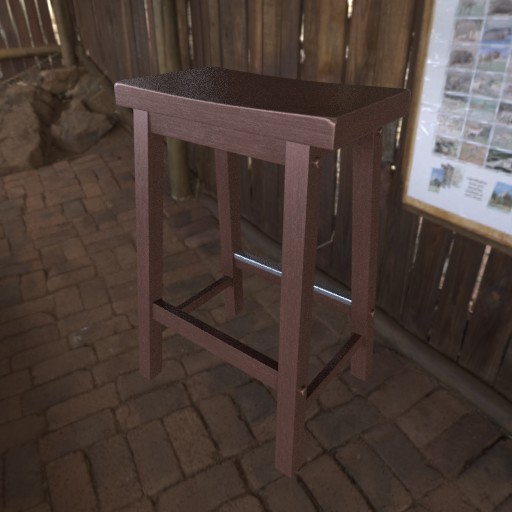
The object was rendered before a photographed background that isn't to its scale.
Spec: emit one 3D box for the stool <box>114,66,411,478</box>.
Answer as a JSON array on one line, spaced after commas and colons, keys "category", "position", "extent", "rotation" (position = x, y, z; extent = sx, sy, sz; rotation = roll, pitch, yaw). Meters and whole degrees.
[{"category": "stool", "position": [0.000, 0.000, 0.836], "extent": [0.406, 0.610, 0.322], "rotation": [22, 37, 32]}]
